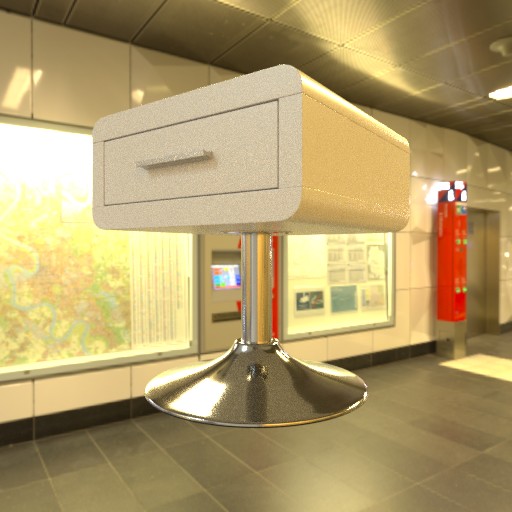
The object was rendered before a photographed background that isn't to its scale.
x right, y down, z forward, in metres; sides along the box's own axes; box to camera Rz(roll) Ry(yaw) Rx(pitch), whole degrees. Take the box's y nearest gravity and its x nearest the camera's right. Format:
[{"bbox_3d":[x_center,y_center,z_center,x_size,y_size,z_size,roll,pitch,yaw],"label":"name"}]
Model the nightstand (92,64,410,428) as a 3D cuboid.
[{"bbox_3d":[0.000,0.000,0.763,0.399,0.447,0.404,0,1,36],"label":"nightstand"}]
